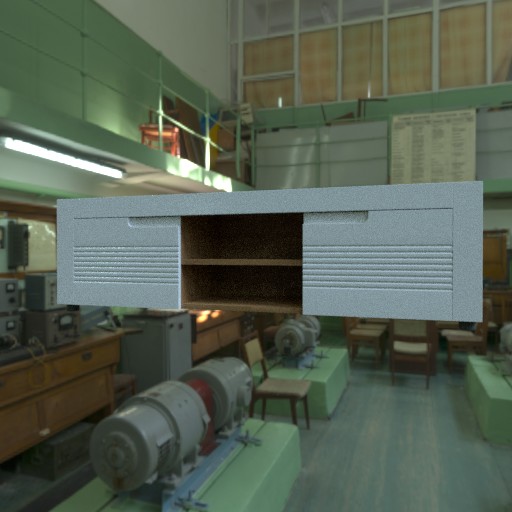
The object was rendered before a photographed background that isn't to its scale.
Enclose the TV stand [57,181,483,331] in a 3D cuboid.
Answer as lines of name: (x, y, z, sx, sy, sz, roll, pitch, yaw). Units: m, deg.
TV stand: (0.000, 0.000, 1.700, 1.500, 0.440, 0.410, 0, 1, 17)
